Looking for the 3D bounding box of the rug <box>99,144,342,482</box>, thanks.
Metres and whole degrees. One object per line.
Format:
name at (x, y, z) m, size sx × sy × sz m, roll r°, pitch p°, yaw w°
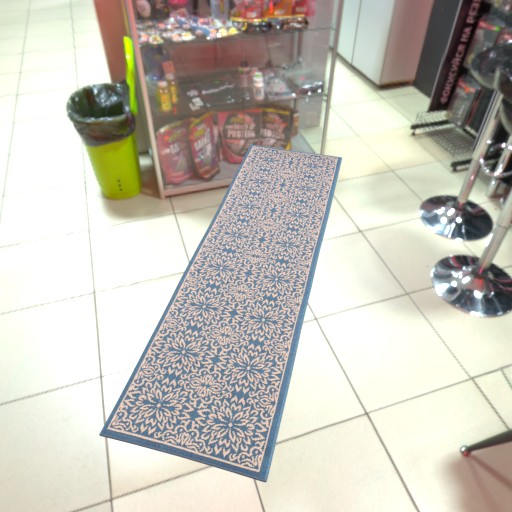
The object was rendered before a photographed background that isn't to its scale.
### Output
rug at (0.000, 0.000, 2.390) m, size 0.662 × 0.011 × 2.196 m, roll 11°, pitch 46°, yaw 11°
